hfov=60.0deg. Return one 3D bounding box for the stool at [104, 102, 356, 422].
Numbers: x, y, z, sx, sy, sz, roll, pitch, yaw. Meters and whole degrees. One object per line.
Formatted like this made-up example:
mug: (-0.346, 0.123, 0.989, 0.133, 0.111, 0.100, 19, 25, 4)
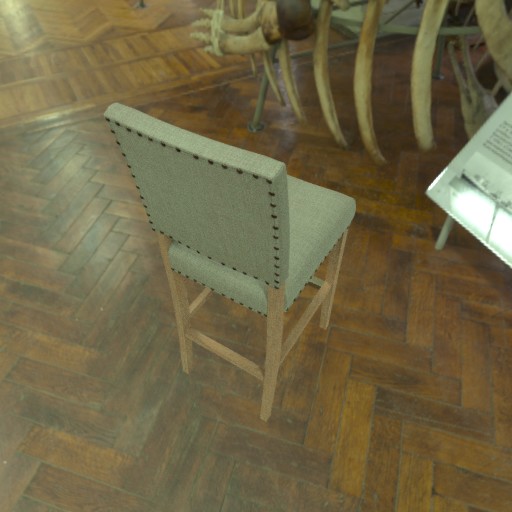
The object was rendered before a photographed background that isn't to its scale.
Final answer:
stool: (0.000, 0.000, 1.477, 0.445, 1.203, 0.585, 25, 52, 21)
